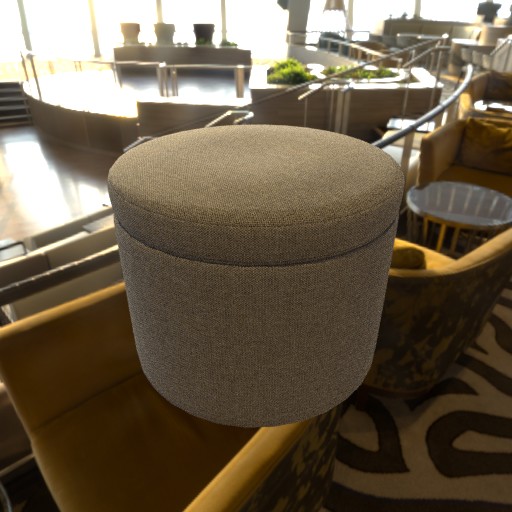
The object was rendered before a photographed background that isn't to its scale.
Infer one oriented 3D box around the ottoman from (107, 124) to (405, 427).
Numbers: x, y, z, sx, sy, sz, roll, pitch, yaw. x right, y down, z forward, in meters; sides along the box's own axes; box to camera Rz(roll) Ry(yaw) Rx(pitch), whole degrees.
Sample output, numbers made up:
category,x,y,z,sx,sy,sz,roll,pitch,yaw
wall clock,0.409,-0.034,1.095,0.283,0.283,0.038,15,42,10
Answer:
category,x,y,z,sx,sy,sz,roll,pitch,yaw
ottoman,0.000,0.000,0.864,0.500,0.419,0.500,0,30,0
